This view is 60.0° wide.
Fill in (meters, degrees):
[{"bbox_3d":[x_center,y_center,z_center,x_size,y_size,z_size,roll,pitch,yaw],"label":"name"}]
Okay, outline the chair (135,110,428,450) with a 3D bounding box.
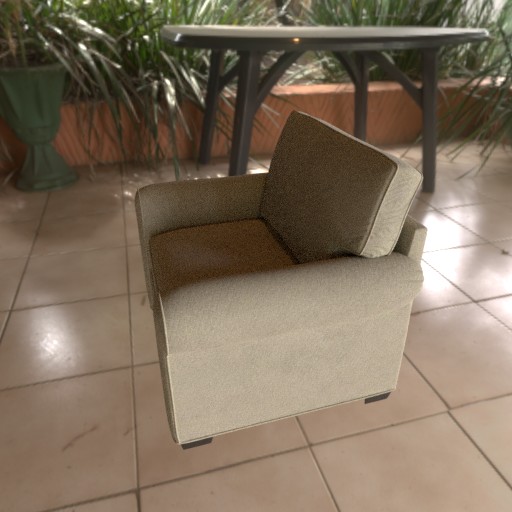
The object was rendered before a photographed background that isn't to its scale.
[{"bbox_3d":[0.000,0.000,1.915,0.939,1.044,1.147,-8,30,-15],"label":"chair"}]
